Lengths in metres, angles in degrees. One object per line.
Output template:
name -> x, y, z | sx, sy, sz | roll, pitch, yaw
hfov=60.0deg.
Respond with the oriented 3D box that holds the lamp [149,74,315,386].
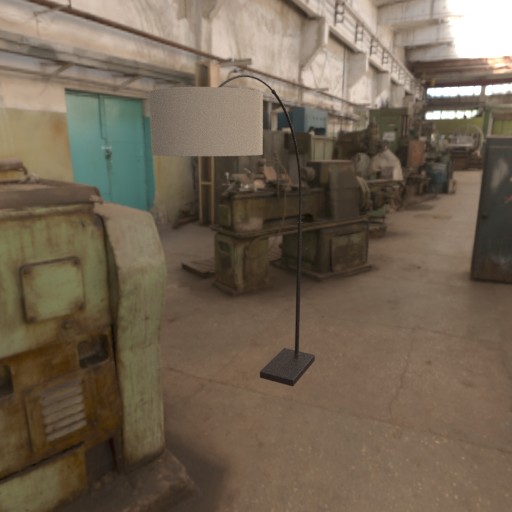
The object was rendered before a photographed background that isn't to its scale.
lamp -> 0.000, 0.000, 2.549 | 0.493, 1.927, 1.424 | 8, 16, 27
